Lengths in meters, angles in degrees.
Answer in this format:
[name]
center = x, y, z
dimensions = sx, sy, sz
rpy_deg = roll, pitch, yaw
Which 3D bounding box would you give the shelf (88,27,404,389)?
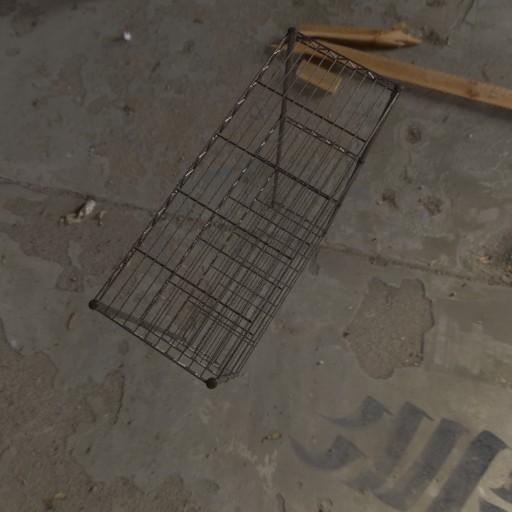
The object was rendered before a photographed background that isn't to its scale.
[shelf]
center = 0.000, 0.000, 1.749
dimensions = 0.352, 1.361, 0.907
rpy_deg = 32, 78, 7
